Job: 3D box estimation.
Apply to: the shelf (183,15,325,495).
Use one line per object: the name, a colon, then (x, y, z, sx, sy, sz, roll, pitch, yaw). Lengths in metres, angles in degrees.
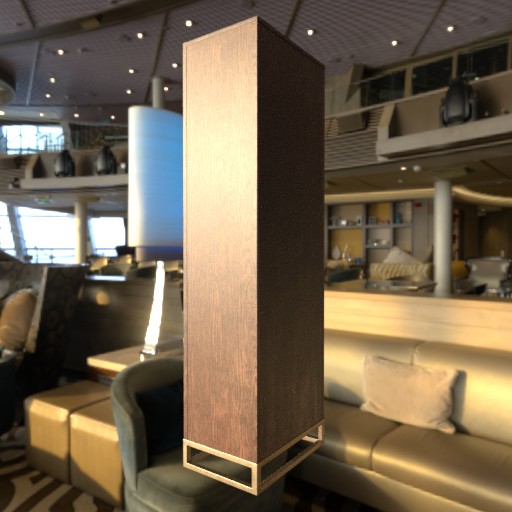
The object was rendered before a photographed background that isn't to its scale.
shelf: (0.000, 0.000, 1.930, 0.395, 1.732, 0.539, 1, 1, 36)
